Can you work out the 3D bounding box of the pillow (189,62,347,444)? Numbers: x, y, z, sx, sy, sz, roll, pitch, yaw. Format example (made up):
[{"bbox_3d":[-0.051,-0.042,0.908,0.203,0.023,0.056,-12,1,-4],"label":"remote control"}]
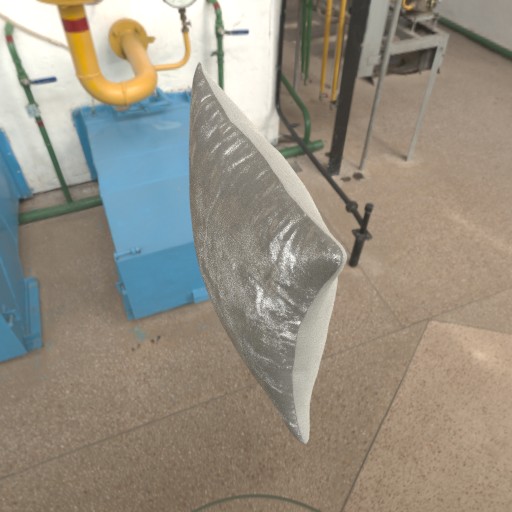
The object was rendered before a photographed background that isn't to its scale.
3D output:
[{"bbox_3d":[0.000,0.000,0.734,0.175,0.464,0.470,-15,48,-14],"label":"pillow"}]
